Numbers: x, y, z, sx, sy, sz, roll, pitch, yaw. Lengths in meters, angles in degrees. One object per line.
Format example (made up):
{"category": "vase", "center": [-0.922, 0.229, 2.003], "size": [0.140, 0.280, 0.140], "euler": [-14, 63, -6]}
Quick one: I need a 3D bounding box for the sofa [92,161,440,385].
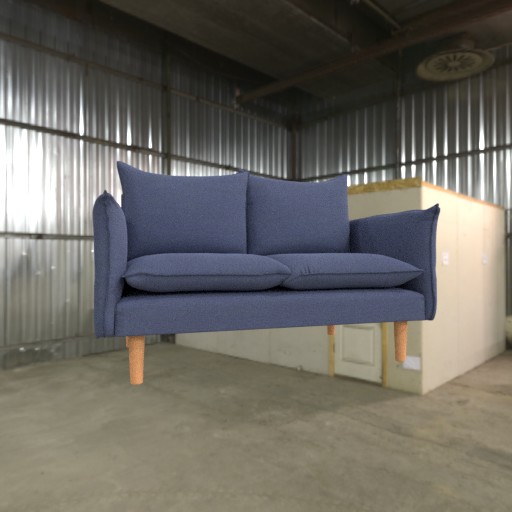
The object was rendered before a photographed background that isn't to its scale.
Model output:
{"category": "sofa", "center": [0.000, 0.000, 1.895], "size": [1.300, 0.840, 0.820], "euler": [0, 0, -18]}
